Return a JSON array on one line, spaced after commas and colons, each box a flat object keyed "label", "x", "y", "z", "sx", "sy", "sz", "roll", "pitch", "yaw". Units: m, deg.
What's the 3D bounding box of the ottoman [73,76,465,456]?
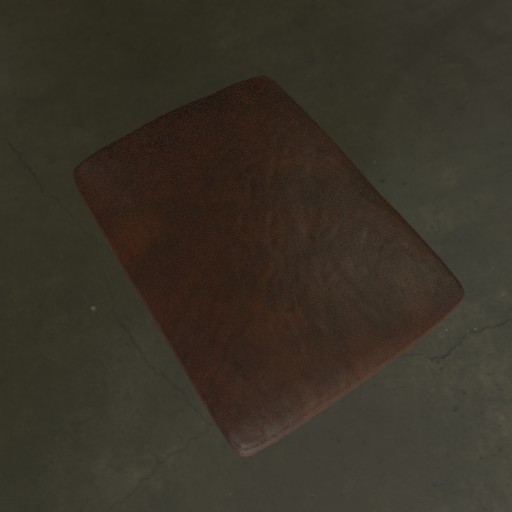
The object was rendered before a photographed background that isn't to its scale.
[{"label": "ottoman", "x": 0.000, "y": 0.000, "z": 1.264, "sx": 0.659, "sy": 0.527, "sz": 0.887, "roll": -31, "pitch": 69, "yaw": -14}]
